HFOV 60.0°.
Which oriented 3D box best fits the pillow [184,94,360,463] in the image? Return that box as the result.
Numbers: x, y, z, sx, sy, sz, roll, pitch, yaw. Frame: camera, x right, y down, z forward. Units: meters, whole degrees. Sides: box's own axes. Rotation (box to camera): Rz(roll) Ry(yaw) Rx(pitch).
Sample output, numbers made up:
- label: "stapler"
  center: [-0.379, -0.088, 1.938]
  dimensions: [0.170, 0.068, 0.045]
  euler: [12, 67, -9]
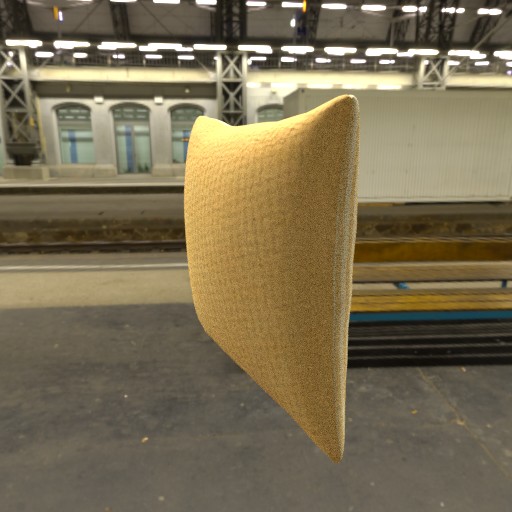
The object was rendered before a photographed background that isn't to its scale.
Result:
- label: "pillow"
  center: [0.000, 0.000, 0.641]
  dimensions: [0.173, 0.407, 0.419]
  euler: [-7, 16, -26]
